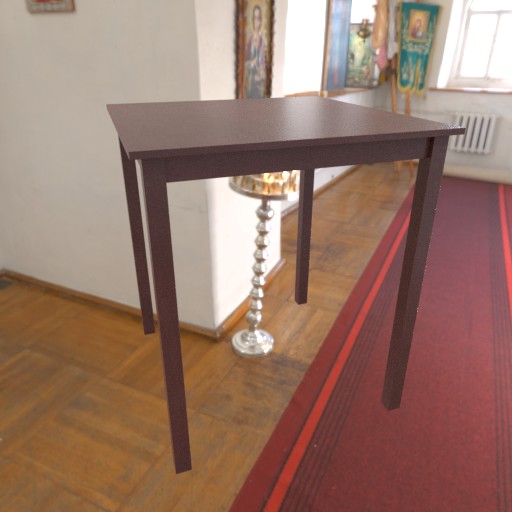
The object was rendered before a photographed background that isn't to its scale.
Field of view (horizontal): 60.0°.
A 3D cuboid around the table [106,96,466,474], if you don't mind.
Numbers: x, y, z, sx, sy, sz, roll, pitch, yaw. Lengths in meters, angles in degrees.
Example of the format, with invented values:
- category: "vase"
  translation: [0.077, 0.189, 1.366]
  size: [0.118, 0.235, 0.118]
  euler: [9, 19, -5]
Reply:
- category: "table"
  translation: [0.000, 0.000, 1.610]
  size: [0.861, 0.991, 0.861]
  euler: [-9, 27, -18]
